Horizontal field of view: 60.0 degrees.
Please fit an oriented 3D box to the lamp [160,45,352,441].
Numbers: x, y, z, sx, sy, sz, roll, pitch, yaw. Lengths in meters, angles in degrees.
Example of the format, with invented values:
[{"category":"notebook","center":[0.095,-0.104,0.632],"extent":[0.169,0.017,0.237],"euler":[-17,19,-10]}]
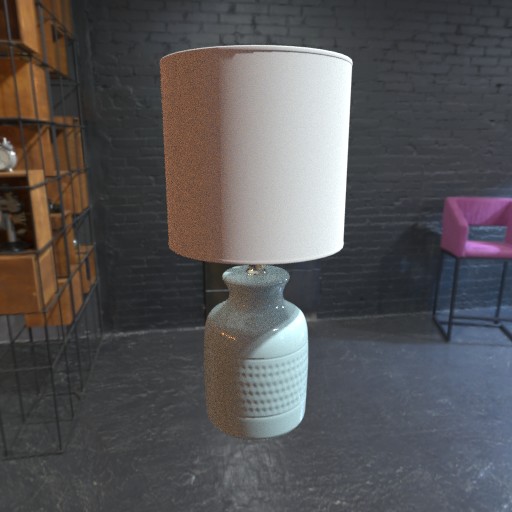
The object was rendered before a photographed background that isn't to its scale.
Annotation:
[{"category":"lamp","center":[0.000,0.000,1.088],"extent":[0.418,0.871,0.418],"euler":[-2,15,-8]}]
